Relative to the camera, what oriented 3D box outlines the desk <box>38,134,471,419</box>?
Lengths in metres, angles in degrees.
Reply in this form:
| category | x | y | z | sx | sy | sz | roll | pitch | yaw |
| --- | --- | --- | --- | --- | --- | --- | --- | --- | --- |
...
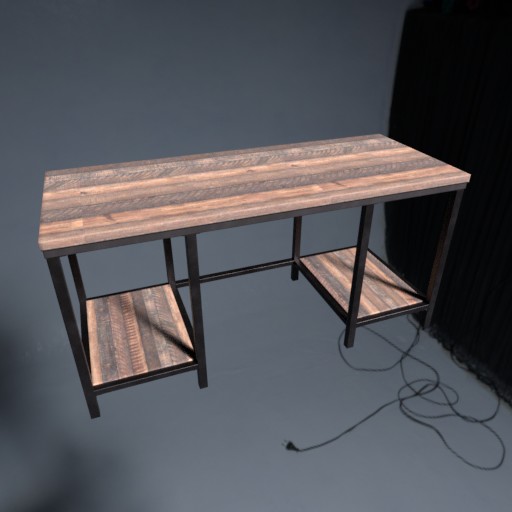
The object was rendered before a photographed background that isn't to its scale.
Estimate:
| category | x | y | z | sx | sy | sz | roll | pitch | yaw |
| --- | --- | --- | --- | --- | --- | --- | --- | --- | --- |
| desk | 0.000 | 0.000 | 1.919 | 1.538 | 0.753 | 0.617 | -11 | 32 | -18 |
